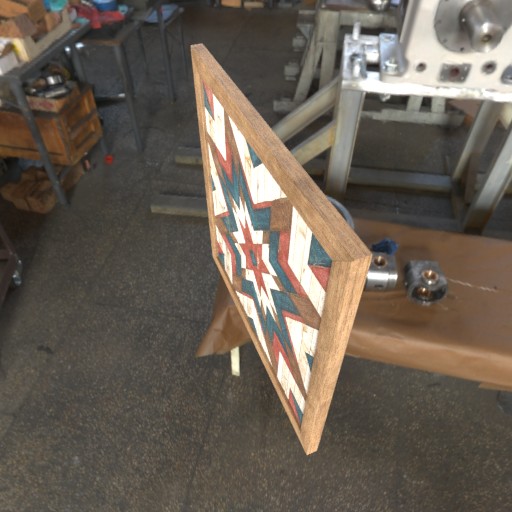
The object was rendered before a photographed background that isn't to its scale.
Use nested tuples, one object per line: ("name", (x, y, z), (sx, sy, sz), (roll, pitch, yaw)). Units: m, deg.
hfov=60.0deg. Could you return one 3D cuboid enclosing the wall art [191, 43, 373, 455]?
("wall art", (0.000, 0.000, 1.021), (0.029, 0.691, 0.695), (-17, 50, -15))
